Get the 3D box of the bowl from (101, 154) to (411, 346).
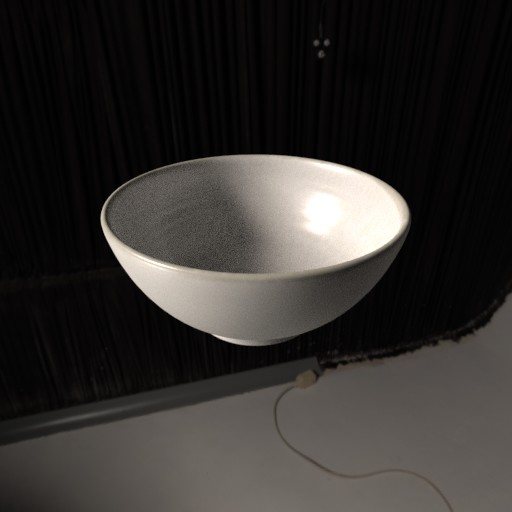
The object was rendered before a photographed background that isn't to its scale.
[{"bbox_3d":[0.000,0.000,0.428,0.268,0.121,0.268,0,29,0],"label":"bowl"}]
